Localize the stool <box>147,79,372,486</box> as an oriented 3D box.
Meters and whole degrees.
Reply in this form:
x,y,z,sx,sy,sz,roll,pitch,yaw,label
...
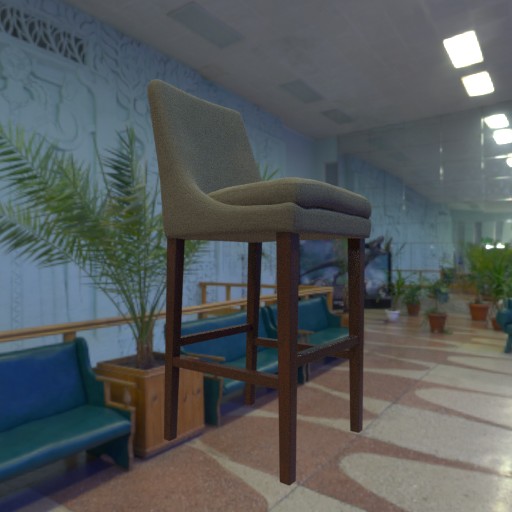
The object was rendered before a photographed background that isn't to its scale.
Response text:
x,y,z,sx,sy,sz,roll,pitch,yaw,label
0.000,0.000,1.358,0.577,1.078,0.470,0,0,37,stool
